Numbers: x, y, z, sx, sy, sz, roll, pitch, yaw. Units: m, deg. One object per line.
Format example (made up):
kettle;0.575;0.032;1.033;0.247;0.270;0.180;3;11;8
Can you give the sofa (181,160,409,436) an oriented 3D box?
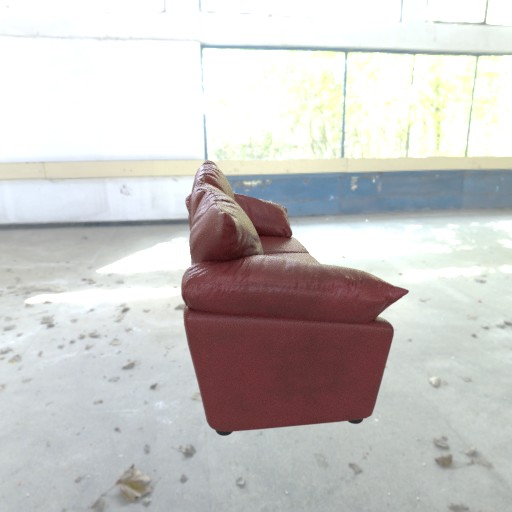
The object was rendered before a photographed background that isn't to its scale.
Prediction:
sofa;0.000;0.000;2.836;0.907;1.091;2.390;-2;16;-8
